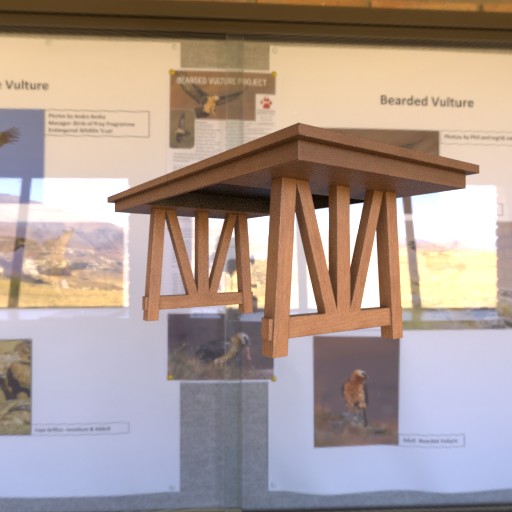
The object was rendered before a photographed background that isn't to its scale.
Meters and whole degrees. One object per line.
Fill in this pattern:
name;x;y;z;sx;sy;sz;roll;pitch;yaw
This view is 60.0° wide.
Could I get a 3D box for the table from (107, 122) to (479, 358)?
table;0.000;0.000;2.371;1.016;0.768;1.881;0;-1;-35
